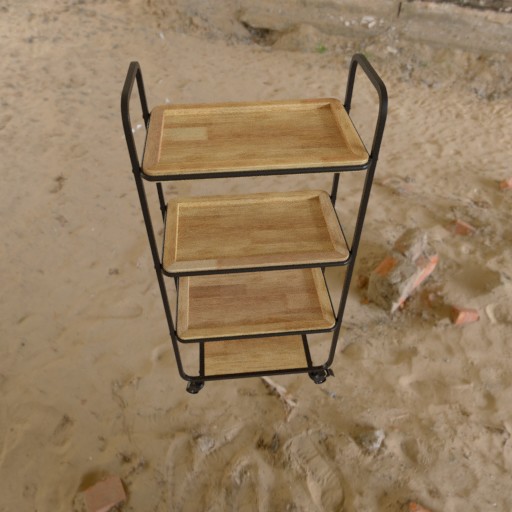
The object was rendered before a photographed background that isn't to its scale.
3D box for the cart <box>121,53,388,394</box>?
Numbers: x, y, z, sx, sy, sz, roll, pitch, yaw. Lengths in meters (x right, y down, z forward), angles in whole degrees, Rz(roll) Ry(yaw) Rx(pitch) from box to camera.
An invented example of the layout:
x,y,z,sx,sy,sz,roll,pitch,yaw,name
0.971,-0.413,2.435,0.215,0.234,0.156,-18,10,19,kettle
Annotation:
x,y,z,sx,sy,sz,roll,pitch,yaw,name
0.000,0.000,1.310,0.545,1.080,0.321,-4,44,-4,cart
